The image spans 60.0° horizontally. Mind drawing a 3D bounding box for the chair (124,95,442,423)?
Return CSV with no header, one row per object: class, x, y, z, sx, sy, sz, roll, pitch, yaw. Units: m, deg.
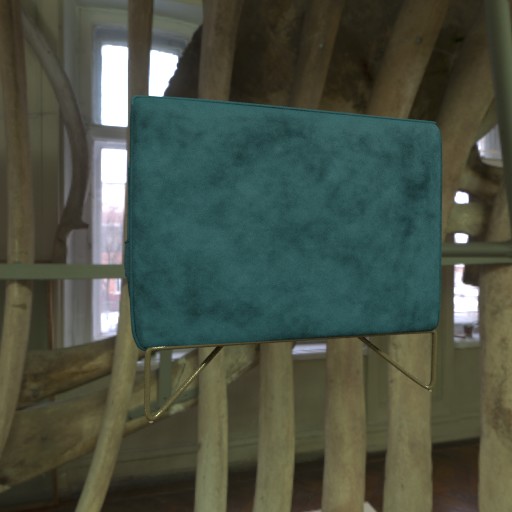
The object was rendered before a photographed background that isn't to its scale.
chair,0.000,0.000,1.567,0.894,0.790,0.880,0,1,-16
